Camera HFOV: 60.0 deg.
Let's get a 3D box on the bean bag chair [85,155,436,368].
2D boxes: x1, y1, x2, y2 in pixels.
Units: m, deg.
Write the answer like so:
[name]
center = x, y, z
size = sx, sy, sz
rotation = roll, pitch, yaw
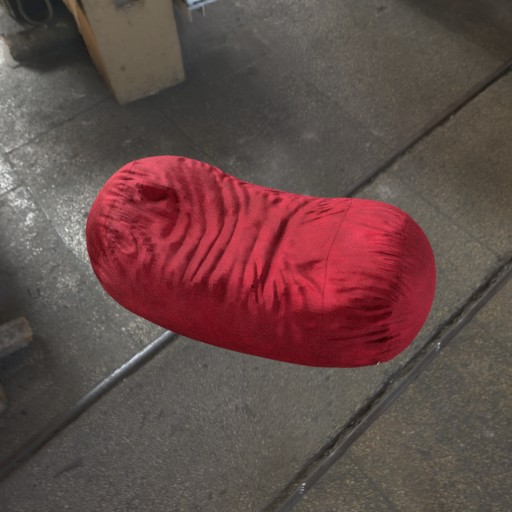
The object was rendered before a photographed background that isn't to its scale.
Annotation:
[bean bag chair]
center = 0.000, 0.000, 2.927
size = 2.293, 0.867, 1.216
rotation = 13, 63, 7
